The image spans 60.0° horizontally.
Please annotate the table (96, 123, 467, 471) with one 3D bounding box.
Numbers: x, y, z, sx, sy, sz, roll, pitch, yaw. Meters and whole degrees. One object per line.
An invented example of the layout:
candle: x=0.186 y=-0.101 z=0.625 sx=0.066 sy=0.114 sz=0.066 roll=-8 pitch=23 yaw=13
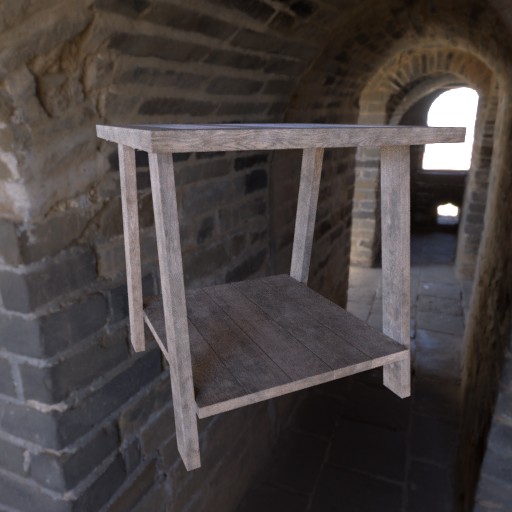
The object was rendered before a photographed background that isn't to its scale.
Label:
table: x=0.000 y=0.000 z=1.080 sx=0.610 sy=0.610 sz=0.610 roll=-8 pitch=19 yaw=-24
